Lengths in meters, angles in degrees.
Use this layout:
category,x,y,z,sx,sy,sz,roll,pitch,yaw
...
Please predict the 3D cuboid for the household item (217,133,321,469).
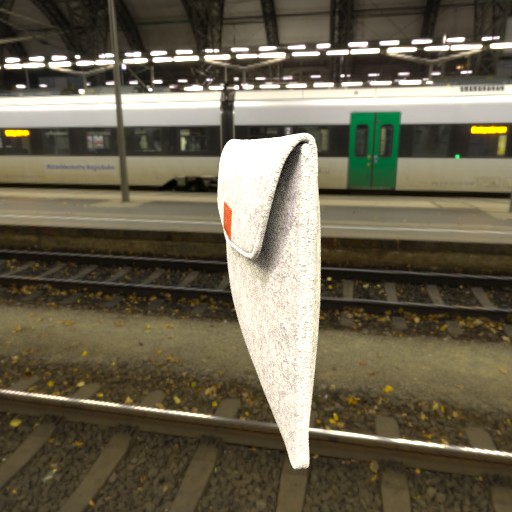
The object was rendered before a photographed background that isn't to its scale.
category,x,y,z,sx,sy,sz,roll,pitch,yaw
household item,0.000,0.000,0.428,0.057,0.221,0.335,-2,14,-9
